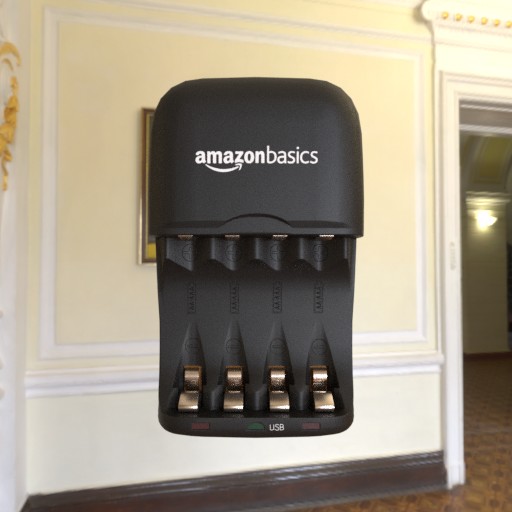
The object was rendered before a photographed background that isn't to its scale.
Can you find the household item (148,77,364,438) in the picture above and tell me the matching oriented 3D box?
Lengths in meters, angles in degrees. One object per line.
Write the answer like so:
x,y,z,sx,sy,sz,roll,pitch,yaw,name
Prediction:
0.000,0.000,0.147,0.070,0.114,0.038,0,-1,0,household item
